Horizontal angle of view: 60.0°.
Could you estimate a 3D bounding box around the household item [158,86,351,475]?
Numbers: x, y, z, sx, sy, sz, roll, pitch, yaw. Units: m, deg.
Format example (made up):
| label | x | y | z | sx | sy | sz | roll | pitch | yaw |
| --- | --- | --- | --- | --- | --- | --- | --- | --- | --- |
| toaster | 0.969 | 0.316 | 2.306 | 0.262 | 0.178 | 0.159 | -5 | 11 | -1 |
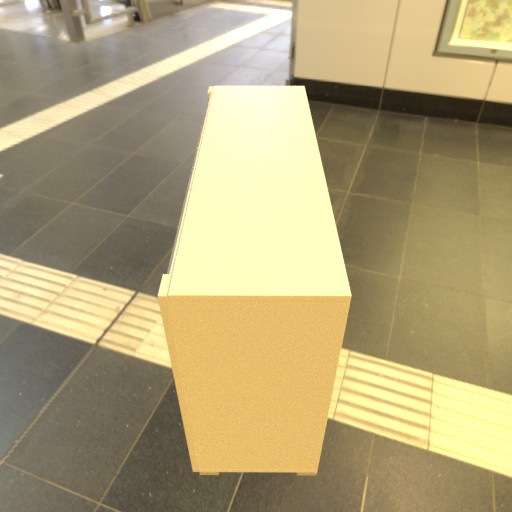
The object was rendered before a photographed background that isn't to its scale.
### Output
| label | x | y | z | sx | sy | sz | roll | pitch | yaw |
| --- | --- | --- | --- | --- | --- | --- | --- | --- | --- |
| household item | 0.000 | 0.000 | 1.735 | 0.420 | 0.867 | 1.300 | 0 | 40 | 0 |
